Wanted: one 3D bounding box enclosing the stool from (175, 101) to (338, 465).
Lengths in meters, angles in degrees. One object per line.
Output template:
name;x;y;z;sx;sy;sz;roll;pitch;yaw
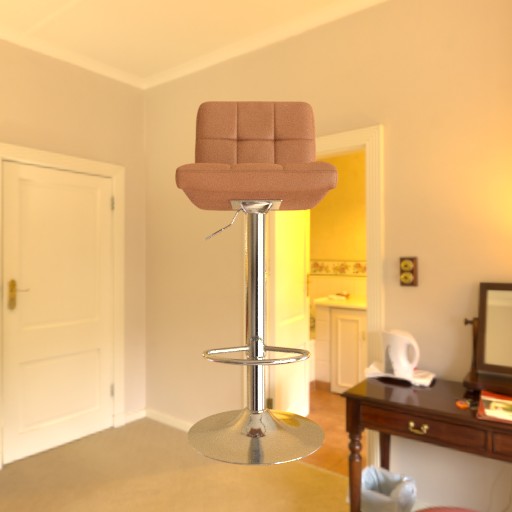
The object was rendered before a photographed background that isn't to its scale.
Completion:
stool;0.000;0.000;1.381;0.430;1.115;0.505;0;0;0
